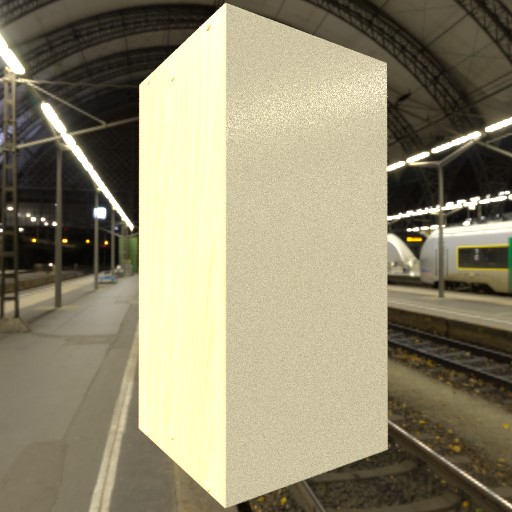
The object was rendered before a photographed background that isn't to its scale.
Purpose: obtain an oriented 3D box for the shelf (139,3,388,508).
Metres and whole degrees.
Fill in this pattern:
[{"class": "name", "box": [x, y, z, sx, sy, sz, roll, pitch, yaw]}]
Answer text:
[{"class": "shelf", "box": [0.000, 0.000, 0.724, 0.290, 0.594, 0.297, 0, -1, -34]}]
